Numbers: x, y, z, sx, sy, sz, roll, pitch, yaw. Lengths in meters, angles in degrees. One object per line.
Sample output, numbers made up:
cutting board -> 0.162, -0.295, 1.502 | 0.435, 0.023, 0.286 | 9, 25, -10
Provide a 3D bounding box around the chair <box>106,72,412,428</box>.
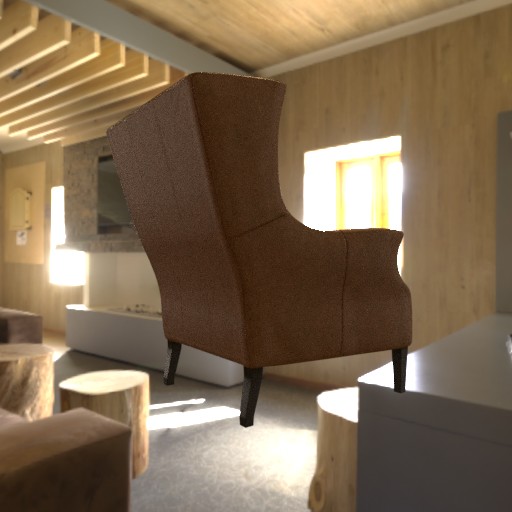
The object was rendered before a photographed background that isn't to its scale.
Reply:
chair -> 0.000, 0.000, 1.682 | 0.925, 1.016, 0.852 | 0, 0, -37
